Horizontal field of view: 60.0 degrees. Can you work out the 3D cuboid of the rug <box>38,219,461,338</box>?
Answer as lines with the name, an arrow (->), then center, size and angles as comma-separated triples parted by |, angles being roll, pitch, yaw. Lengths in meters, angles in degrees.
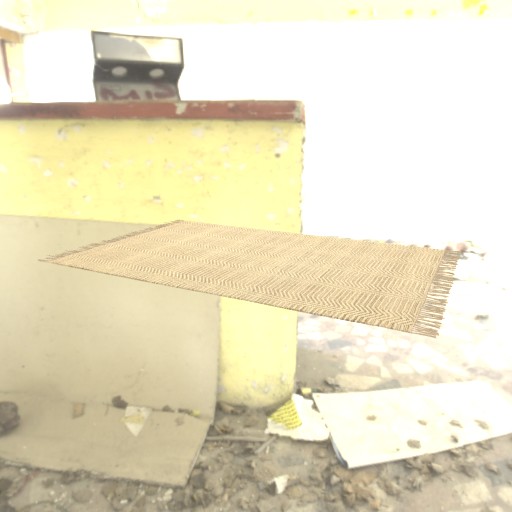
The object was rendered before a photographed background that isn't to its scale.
rug -> 0.000, 0.000, 2.446 | 2.021, 0.027, 1.224 | 8, 18, 26
